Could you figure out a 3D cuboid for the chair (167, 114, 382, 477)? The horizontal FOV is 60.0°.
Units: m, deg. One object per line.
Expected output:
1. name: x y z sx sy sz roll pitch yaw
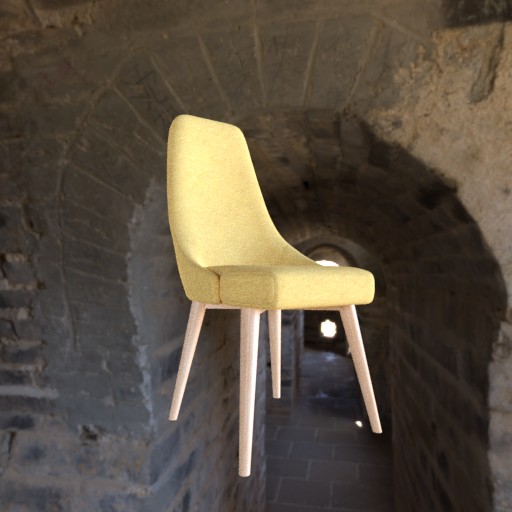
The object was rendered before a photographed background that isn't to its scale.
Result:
1. chair: 0.000 0.000 1.401 0.510 1.040 0.660 1 -2 -35
